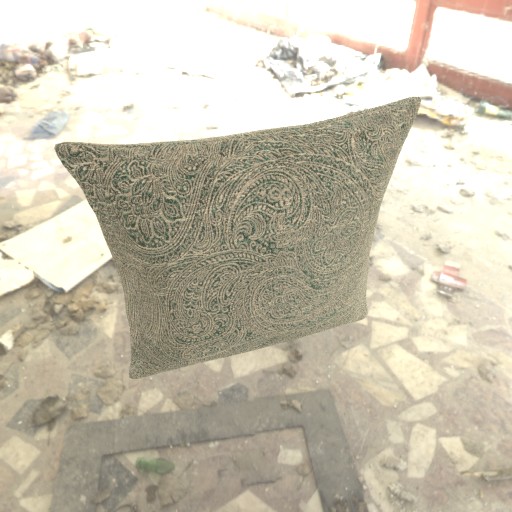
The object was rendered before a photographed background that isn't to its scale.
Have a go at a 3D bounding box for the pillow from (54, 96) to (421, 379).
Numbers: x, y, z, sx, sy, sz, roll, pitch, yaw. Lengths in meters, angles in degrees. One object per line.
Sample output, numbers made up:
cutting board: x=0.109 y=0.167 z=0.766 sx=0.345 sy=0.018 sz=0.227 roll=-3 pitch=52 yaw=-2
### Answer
pillow: x=0.000 y=0.000 z=0.773 sx=0.526 sy=0.507 sz=0.166 roll=-12 pitch=42 yaw=-14
